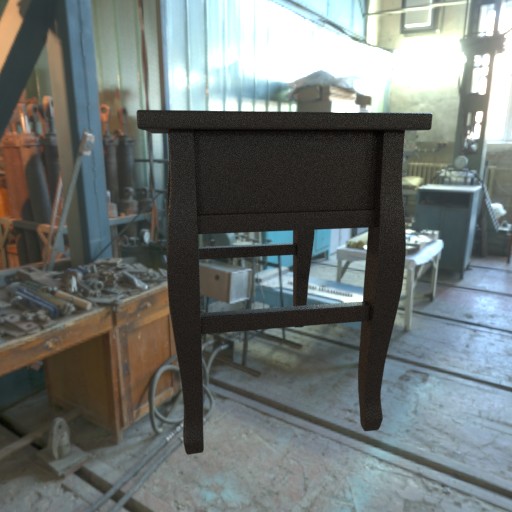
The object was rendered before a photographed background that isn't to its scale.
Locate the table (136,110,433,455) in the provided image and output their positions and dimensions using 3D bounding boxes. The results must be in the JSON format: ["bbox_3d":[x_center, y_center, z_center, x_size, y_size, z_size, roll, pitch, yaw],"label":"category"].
[{"bbox_3d":[0.000,0.000,1.028,0.460,0.605,0.602,-3,15,-11],"label":"table"}]
